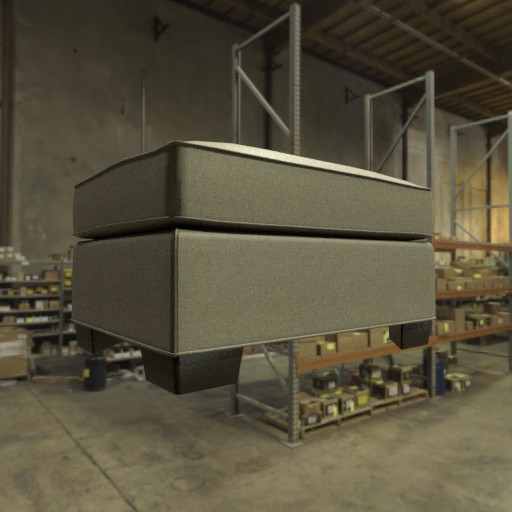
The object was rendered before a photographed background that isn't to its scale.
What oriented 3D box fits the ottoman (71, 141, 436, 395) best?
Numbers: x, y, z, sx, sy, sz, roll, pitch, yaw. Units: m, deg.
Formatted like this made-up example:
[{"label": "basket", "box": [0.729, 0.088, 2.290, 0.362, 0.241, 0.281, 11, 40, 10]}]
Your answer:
[{"label": "ottoman", "box": [0.000, 0.000, 1.250, 0.843, 0.504, 0.619, 1, -1, -38]}]
